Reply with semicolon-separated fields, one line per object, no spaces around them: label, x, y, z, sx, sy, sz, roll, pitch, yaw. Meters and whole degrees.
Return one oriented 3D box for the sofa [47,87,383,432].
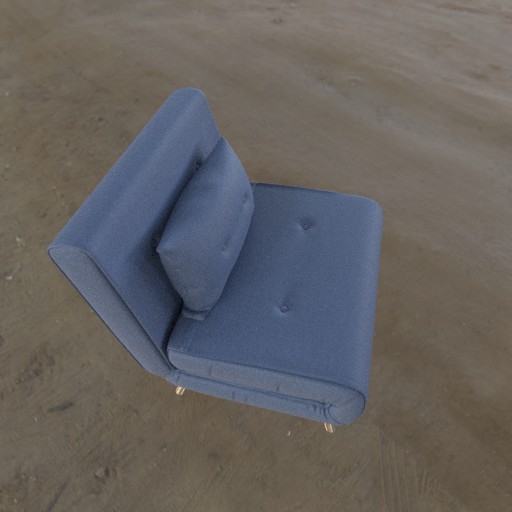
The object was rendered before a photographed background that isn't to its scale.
sofa;0.000;0.000;1.776;0.996;0.860;0.999;11;48;10
